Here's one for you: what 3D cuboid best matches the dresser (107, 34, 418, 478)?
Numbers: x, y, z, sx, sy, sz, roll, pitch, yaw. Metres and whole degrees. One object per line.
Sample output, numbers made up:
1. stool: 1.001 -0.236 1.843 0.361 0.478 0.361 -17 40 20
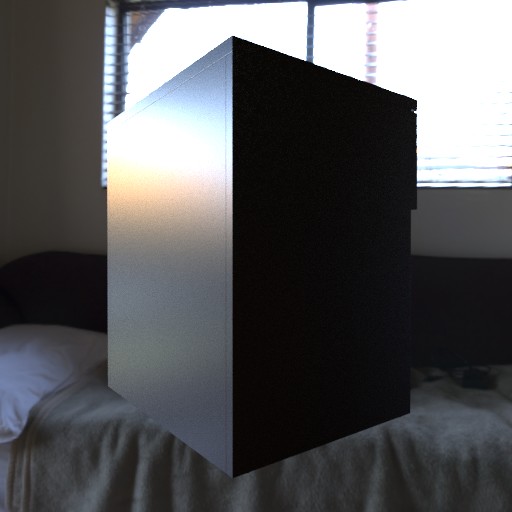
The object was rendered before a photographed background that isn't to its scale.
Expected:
1. dresser: 0.000 0.000 0.735 0.360 0.470 0.400 0 1 -37
